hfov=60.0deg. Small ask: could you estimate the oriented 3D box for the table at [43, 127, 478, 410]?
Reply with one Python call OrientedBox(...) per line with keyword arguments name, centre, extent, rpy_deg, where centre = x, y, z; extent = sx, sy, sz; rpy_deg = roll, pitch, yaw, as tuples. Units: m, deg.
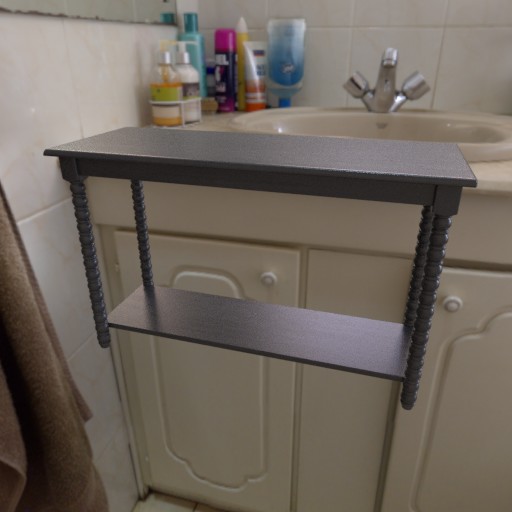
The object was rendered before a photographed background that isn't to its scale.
OrientedBox(name="table", centre=(0.000, 0.000, 1.501), extent=(1.184, 0.735, 0.459), rpy_deg=(7, 26, 15))
